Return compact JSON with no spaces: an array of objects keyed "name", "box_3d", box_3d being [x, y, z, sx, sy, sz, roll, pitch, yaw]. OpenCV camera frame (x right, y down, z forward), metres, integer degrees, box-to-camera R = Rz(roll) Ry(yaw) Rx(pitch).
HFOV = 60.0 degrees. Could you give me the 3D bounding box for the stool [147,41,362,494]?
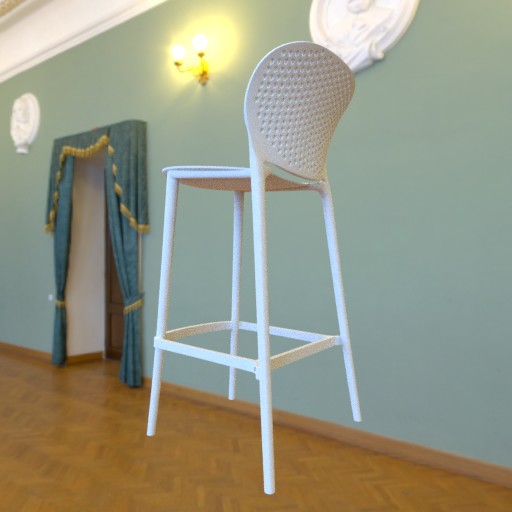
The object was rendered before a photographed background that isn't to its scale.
[{"name":"stool","box_3d":[0.000,0.000,1.312,0.535,1.045,0.536,0,0,35]}]
